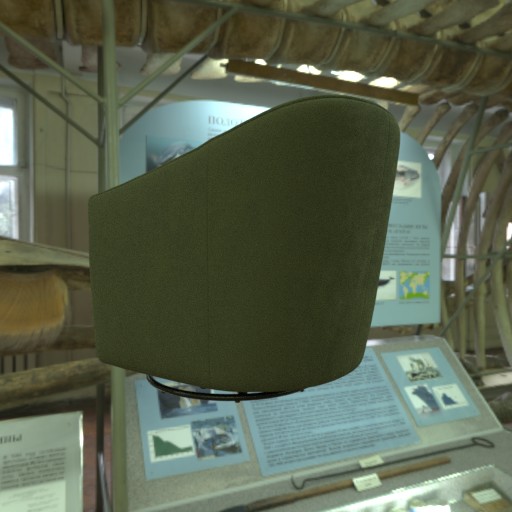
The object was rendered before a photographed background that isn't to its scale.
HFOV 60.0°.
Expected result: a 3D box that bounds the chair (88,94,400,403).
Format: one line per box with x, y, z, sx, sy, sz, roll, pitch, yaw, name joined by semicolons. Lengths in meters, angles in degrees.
0.000;0.000;1.436;0.875;0.799;0.747;1;1;36;chair
